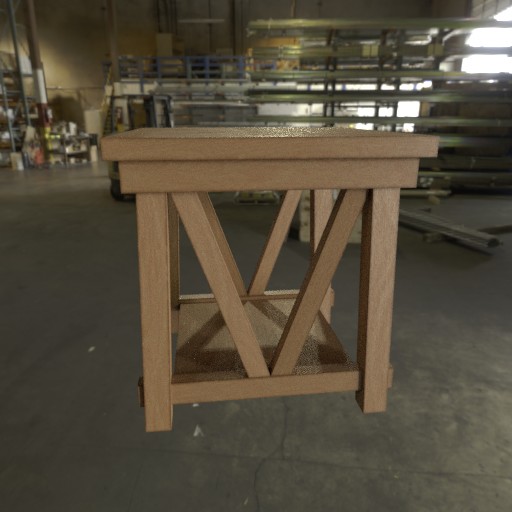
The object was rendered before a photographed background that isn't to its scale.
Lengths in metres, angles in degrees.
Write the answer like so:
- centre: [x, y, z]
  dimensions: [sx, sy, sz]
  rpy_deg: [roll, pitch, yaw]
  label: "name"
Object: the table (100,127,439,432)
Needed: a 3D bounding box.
- centre: [0.000, 0.000, 1.173]
  dimensions: [0.612, 0.638, 0.610]
  rpy_deg: [-2, 18, -7]
  label: "table"
